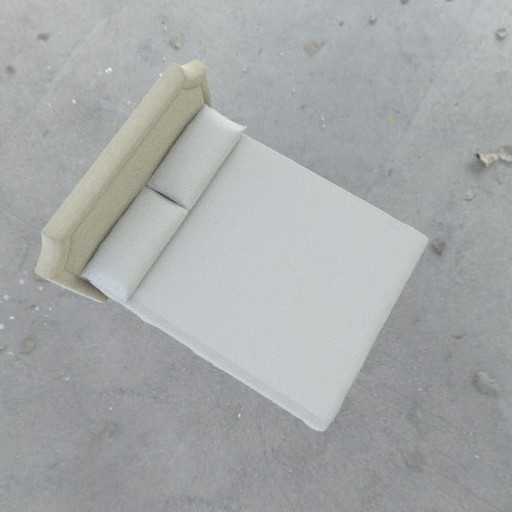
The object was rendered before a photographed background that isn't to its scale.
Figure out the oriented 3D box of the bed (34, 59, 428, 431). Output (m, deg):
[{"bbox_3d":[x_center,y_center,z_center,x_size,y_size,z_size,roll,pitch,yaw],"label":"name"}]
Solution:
[{"bbox_3d":[0.000,0.000,3.220,2.164,1.297,1.828,31,78,7],"label":"bed"}]
